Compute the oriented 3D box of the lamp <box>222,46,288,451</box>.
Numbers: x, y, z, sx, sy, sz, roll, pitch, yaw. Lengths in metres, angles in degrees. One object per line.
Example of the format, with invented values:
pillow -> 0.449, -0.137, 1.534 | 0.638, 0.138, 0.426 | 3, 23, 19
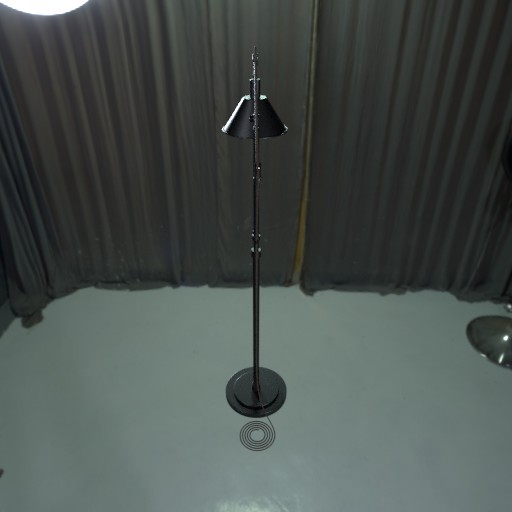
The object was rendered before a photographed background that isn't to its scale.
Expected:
lamp -> 0.000, 0.000, 1.958 | 0.319, 1.626, 0.904 | 0, 32, -1
